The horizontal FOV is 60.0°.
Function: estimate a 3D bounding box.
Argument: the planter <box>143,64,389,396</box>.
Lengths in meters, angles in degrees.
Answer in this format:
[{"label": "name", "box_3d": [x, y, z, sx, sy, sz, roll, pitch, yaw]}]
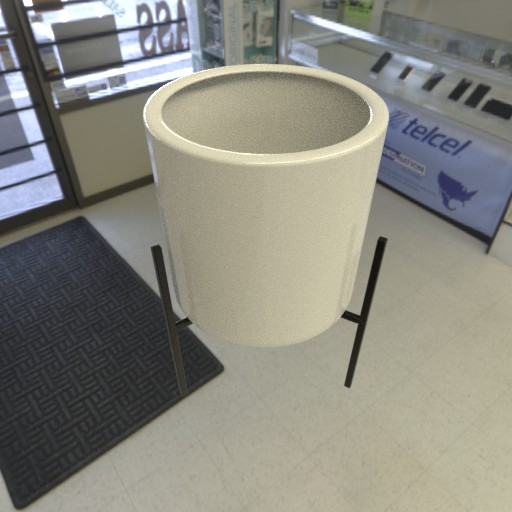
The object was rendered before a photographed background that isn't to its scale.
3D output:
[{"label": "planter", "box_3d": [0.000, 0.000, 0.510, 0.239, 0.356, 0.239, -24, 46, -25]}]
